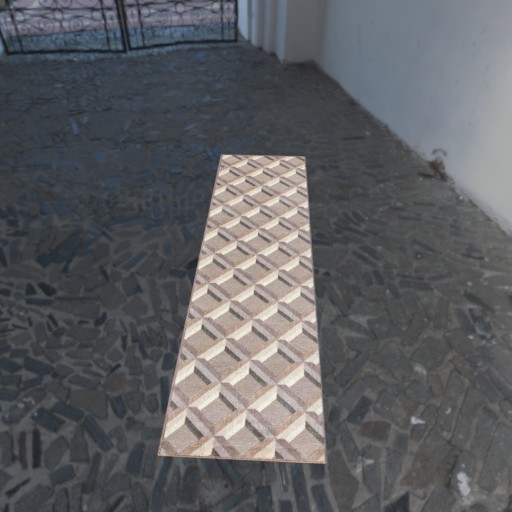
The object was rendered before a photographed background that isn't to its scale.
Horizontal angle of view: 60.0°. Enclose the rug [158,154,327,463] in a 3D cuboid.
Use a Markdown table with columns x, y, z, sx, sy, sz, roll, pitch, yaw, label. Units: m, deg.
| x | y | z | sx | sy | sz | roll | pitch | yaw | label |
| --- | --- | --- | --- | --- | --- | --- | --- | --- | --- |
| 0.000 | 0.000 | 2.679 | 0.685 | 0.013 | 2.437 | 2 | 42 | 2 | rug |
